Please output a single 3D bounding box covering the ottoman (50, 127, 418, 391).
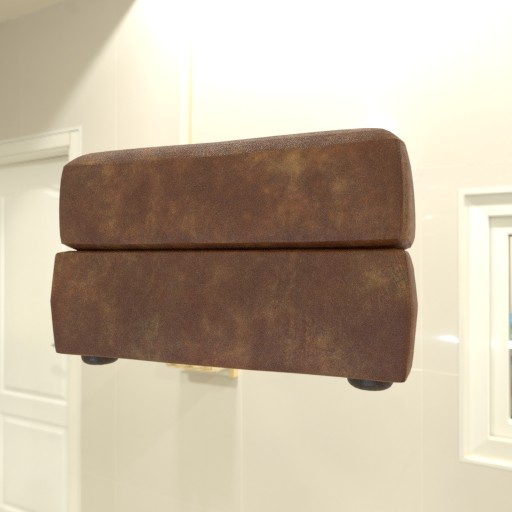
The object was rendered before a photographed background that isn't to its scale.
[{"bbox_3d":[0.000,0.000,1.099,0.751,0.476,0.603,0,0,19],"label":"ottoman"}]
